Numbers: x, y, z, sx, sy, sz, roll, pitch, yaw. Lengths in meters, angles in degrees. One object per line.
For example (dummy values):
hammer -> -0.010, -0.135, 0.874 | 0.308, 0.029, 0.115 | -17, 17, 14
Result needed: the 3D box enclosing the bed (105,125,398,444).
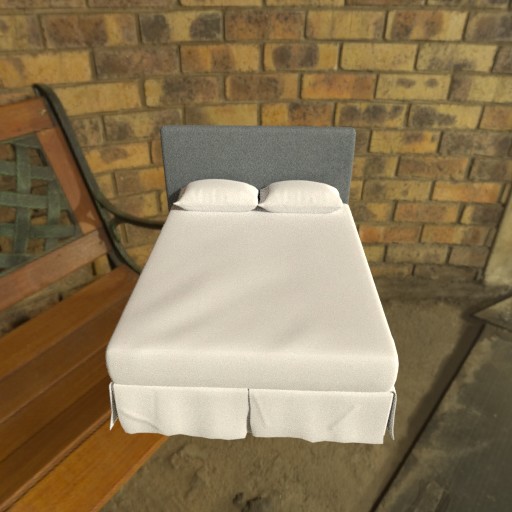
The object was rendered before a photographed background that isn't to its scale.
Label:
bed -> 0.000, 0.000, 3.206 | 1.723, 1.330, 2.142 | 1, 31, 2
